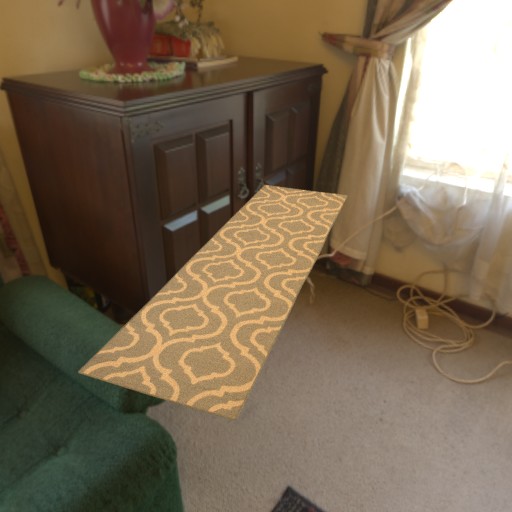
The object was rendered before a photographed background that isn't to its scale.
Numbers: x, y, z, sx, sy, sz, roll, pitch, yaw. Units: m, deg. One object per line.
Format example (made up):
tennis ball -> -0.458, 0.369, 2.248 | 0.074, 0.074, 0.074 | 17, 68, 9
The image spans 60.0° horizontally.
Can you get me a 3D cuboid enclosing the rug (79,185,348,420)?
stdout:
rug -> 0.000, 0.000, 2.590 | 0.684, 0.009, 2.275 | 10, 31, 17
